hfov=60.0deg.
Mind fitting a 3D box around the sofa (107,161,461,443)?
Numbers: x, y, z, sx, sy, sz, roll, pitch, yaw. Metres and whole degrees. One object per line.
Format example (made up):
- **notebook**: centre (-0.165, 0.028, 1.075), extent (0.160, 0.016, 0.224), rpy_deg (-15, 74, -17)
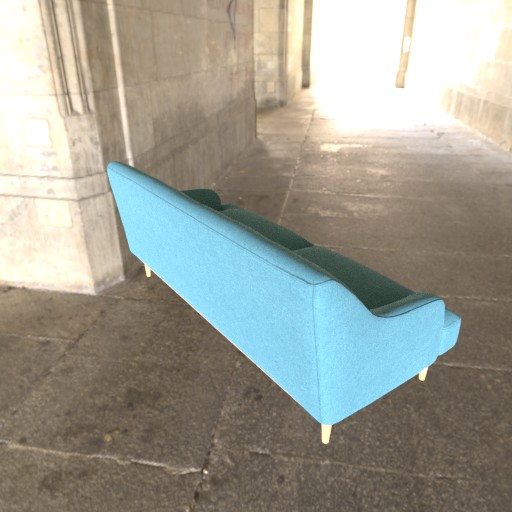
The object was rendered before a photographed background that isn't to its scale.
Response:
- **sofa**: centre (0.000, 0.000, 2.560), extent (0.978, 0.871, 2.057), rpy_deg (-17, 31, -32)
